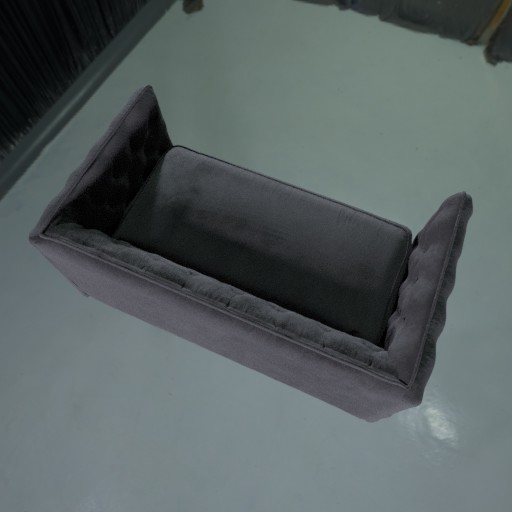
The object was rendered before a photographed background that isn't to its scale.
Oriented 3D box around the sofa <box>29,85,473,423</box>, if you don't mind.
[{"bbox_3d":[0.000,0.000,2.070,1.583,0.810,0.909,22,67,10],"label":"sofa"}]
